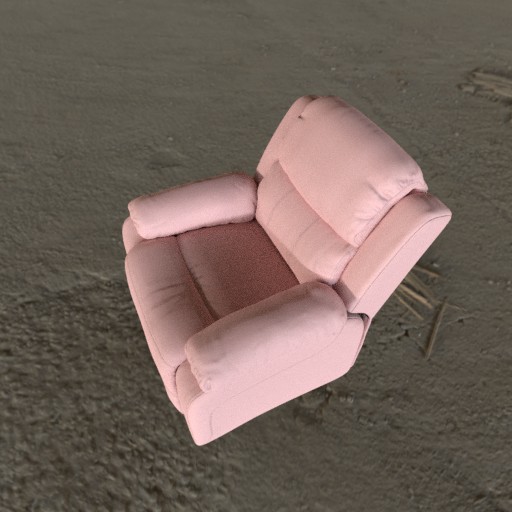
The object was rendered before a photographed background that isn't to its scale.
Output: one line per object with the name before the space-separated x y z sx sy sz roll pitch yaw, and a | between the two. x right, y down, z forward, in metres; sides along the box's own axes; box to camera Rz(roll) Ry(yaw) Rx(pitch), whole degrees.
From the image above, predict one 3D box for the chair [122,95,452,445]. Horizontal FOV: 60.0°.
chair | 0.000 0.000 1.255 0.709 0.702 0.680 -19 50 -16
